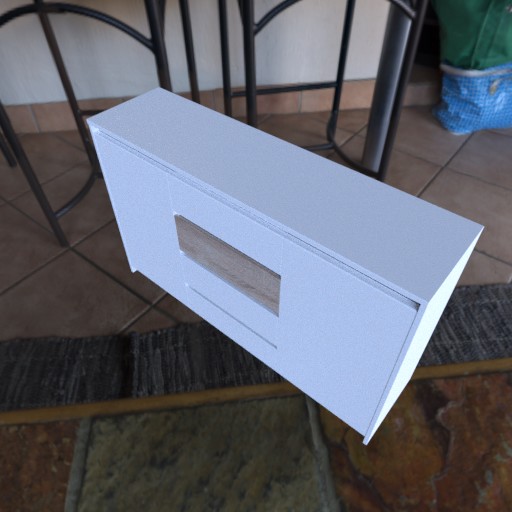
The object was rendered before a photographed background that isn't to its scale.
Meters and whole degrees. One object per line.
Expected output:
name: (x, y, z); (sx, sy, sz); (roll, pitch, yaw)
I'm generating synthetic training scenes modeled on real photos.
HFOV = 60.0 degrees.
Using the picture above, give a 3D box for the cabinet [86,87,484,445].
cabinet: (0.000, 0.000, 1.860); (1.450, 0.900, 0.380); (31, 53, 27)
